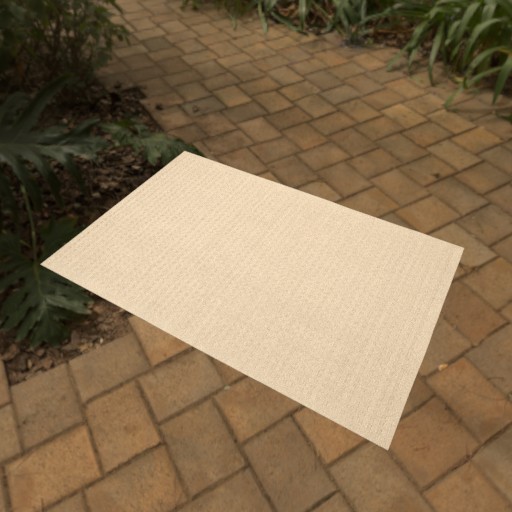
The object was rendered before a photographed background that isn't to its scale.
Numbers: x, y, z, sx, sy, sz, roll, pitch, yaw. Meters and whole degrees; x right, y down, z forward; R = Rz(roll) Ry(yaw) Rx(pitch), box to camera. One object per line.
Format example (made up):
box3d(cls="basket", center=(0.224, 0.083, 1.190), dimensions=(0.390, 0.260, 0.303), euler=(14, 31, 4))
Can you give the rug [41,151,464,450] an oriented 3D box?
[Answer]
box3d(cls="rug", center=(0.000, 0.000, 2.866), dimensions=(2.289, 0.006, 1.523), euler=(23, 50, 21))
